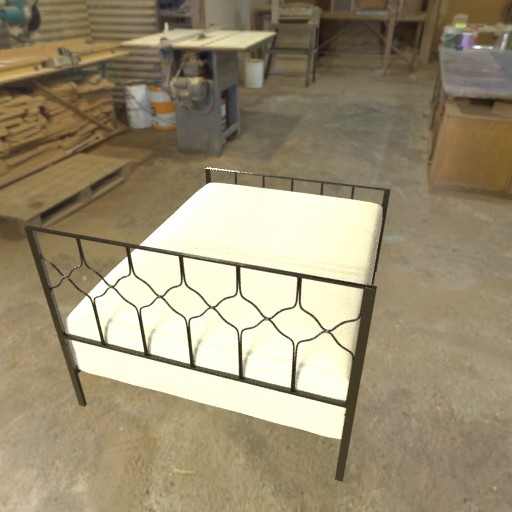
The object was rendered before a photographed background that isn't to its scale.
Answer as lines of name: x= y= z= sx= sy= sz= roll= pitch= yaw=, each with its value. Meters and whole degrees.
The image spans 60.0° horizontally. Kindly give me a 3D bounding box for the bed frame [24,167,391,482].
bed frame: x=0.000 y=0.000 z=3.001 sx=1.597 sy=1.222 sz=2.063 roll=10 pitch=33 yaw=15
